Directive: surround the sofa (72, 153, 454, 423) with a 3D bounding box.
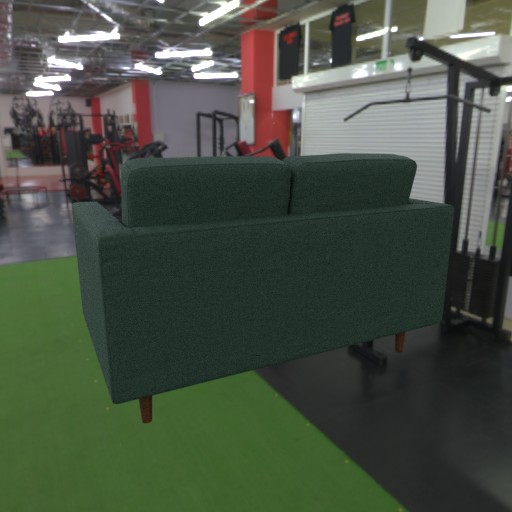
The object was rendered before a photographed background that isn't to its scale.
[{"bbox_3d":[0.000,0.000,1.981,1.430,0.899,0.879,-7,16,-26],"label":"sofa"}]
